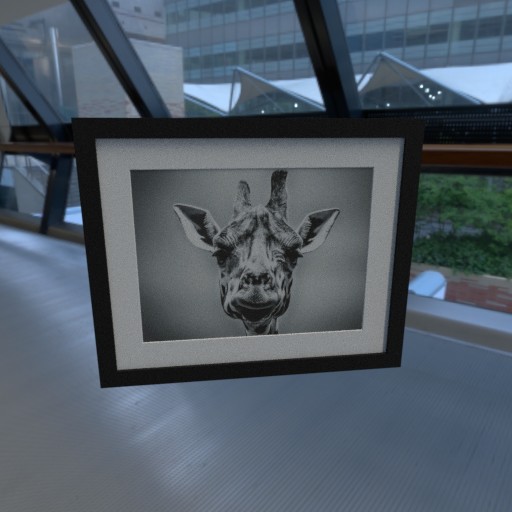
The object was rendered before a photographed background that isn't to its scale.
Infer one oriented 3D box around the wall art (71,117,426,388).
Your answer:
[{"bbox_3d":[0.000,0.000,0.770,0.558,0.457,0.031,-2,16,-7],"label":"wall art"}]
